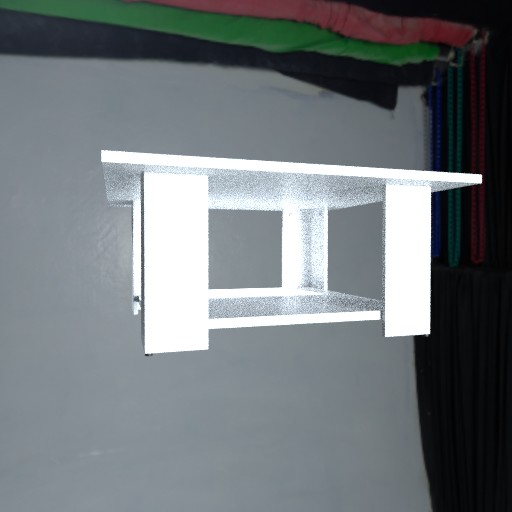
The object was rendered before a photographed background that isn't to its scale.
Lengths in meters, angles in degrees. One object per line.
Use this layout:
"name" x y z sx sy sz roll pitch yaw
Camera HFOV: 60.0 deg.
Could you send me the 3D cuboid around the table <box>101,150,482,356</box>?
"table" 0.000 0.000 1.046 0.670 0.305 0.670 0 1 -18
